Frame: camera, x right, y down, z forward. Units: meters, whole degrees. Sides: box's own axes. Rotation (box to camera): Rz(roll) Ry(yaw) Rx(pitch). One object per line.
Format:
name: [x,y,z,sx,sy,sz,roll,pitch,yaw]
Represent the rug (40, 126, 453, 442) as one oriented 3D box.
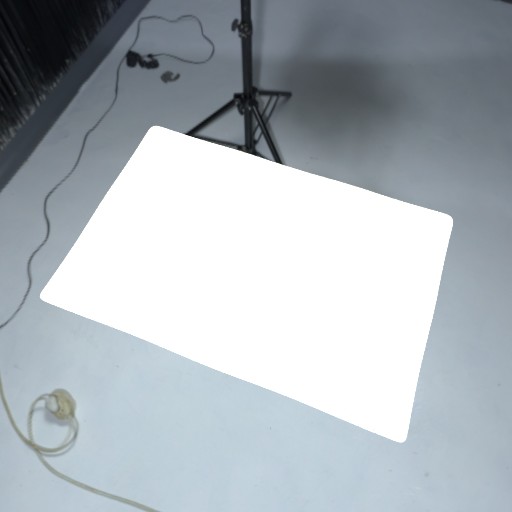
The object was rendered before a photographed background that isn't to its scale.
rug: [0.000,0.000,3.387,2.698,0.025,1.798,19,64,10]
